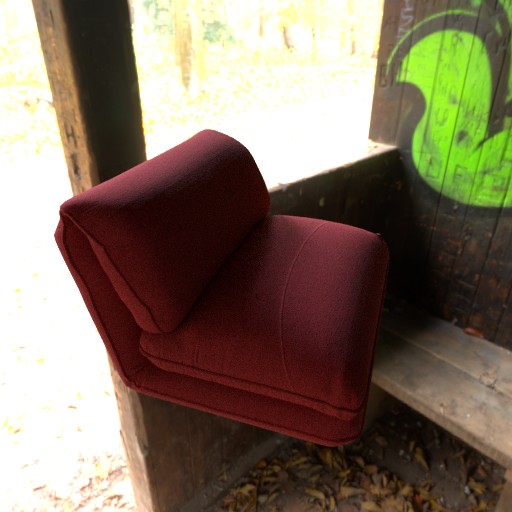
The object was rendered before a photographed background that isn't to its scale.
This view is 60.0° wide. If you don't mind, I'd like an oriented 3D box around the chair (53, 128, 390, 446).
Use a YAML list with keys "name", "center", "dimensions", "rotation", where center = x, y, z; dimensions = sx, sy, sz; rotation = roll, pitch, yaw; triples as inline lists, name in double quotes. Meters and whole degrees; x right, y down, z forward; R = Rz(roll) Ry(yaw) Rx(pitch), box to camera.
- name: "chair"
  center: [0.000, 0.000, 1.348]
  dimensions: [0.780, 0.580, 0.820]
  rotation: [9, 30, 17]
